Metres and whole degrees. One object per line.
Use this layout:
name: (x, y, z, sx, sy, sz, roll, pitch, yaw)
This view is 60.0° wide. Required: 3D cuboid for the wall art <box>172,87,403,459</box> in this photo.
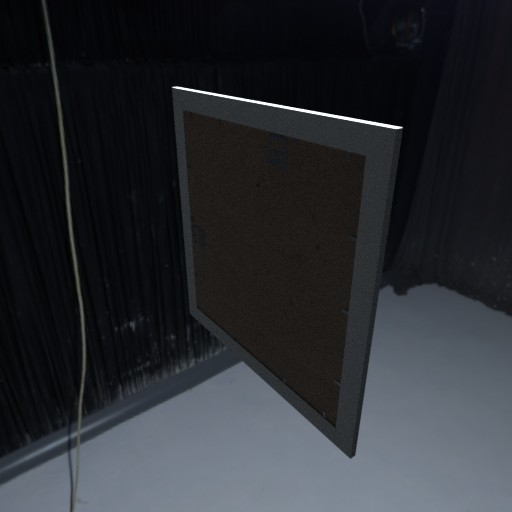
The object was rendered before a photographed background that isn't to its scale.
wall art: (0.000, 0.000, 0.885, 0.013, 0.584, 0.584, -19, 32, -33)
